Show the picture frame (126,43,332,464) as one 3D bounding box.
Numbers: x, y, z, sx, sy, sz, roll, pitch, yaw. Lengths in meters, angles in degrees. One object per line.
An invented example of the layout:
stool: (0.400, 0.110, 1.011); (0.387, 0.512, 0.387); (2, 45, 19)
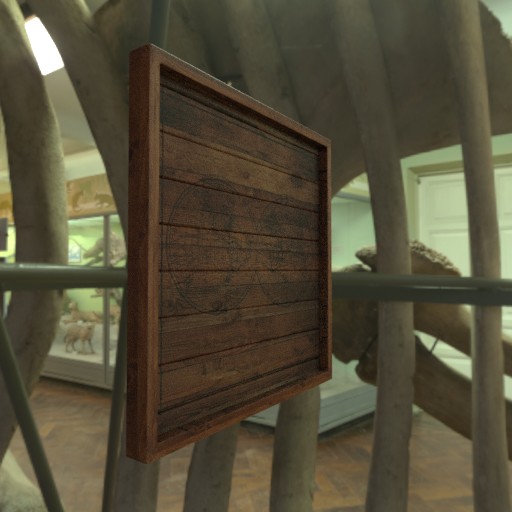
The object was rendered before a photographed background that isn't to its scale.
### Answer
picture frame: (0.000, 0.000, 0.524); (0.028, 0.356, 0.352); (-1, -2, 35)
